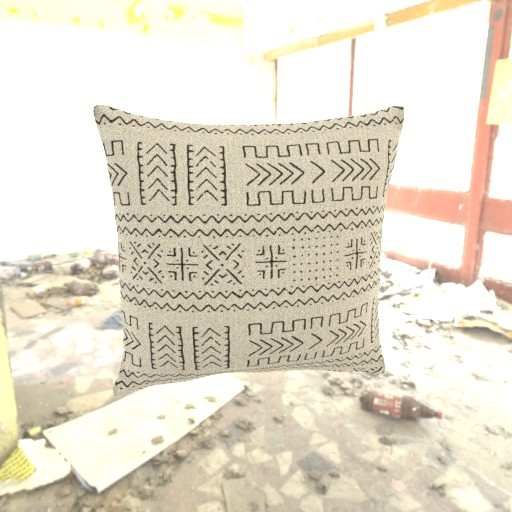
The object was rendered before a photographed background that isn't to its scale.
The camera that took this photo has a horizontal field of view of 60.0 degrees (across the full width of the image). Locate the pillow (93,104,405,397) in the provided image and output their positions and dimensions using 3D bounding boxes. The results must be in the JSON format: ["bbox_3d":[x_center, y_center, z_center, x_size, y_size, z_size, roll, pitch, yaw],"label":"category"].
[{"bbox_3d":[0.000,0.000,0.656,0.438,0.430,0.164,-3,15,-10],"label":"pillow"}]
